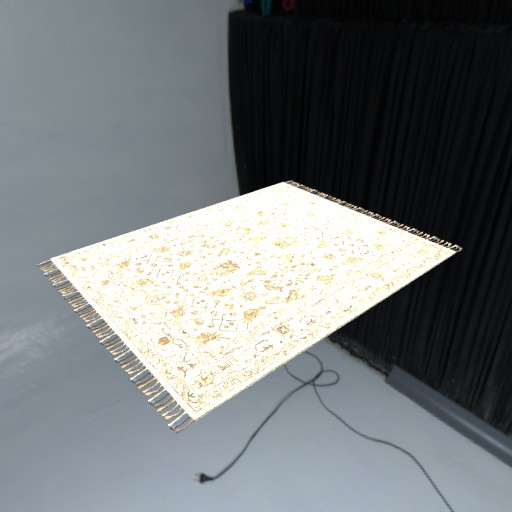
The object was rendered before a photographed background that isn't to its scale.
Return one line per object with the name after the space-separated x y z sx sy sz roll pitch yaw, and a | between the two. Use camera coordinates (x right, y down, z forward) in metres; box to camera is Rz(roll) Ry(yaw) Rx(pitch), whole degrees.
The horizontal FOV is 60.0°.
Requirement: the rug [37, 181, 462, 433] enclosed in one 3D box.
0.000 0.000 2.220 1.726 0.009 1.278 -24 38 -34 | rug
